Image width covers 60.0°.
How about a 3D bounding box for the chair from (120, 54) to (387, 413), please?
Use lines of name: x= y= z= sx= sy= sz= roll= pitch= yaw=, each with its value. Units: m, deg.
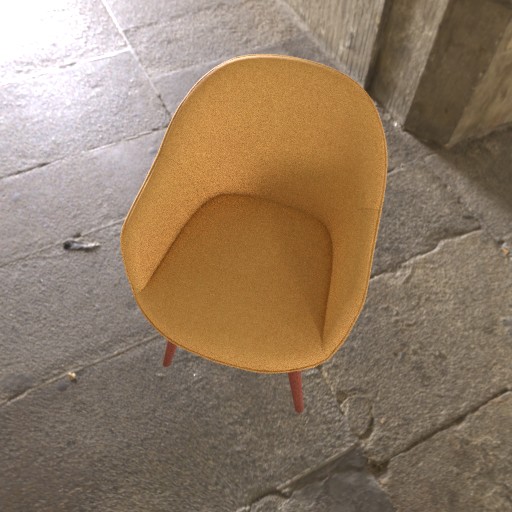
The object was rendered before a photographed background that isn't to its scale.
chair: x=0.000 y=0.000 z=1.237 sx=0.596 sy=0.823 sz=0.635 roll=16 pitch=59 yaw=10
